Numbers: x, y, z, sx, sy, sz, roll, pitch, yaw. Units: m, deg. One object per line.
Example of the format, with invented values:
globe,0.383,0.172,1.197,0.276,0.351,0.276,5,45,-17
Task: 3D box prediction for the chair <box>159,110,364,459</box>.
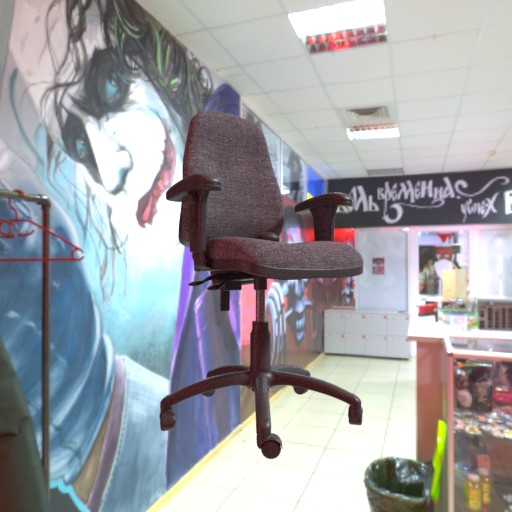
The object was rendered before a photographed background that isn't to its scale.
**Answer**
chair,0.000,0.000,1.273,0.550,0.910,0.530,1,-2,-37
